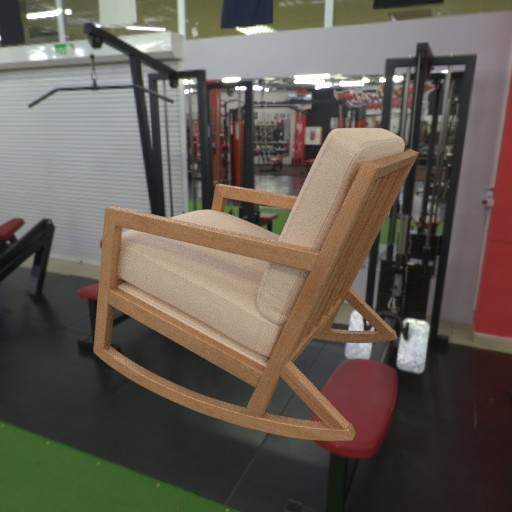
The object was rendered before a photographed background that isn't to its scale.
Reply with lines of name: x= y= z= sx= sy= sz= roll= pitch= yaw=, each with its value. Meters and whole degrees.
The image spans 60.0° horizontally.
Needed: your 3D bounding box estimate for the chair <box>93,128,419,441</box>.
chair: x=0.000 y=0.000 z=1.425 sx=0.857 sy=0.790 sz=0.622 roll=8 pitch=18 yaw=25
